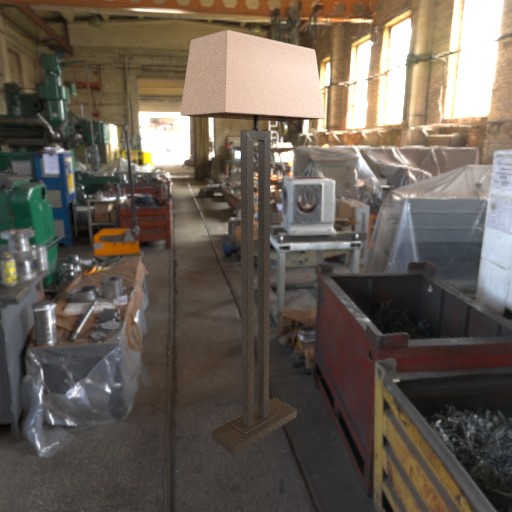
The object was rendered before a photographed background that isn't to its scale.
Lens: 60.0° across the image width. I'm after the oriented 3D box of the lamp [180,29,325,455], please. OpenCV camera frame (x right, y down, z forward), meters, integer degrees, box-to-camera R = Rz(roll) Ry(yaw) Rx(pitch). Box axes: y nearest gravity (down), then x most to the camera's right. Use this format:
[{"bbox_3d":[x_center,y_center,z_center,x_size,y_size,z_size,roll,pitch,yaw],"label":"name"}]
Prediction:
[{"bbox_3d":[0.000,0.000,1.664,0.475,1.469,0.233,-13,19,-42],"label":"lamp"}]
